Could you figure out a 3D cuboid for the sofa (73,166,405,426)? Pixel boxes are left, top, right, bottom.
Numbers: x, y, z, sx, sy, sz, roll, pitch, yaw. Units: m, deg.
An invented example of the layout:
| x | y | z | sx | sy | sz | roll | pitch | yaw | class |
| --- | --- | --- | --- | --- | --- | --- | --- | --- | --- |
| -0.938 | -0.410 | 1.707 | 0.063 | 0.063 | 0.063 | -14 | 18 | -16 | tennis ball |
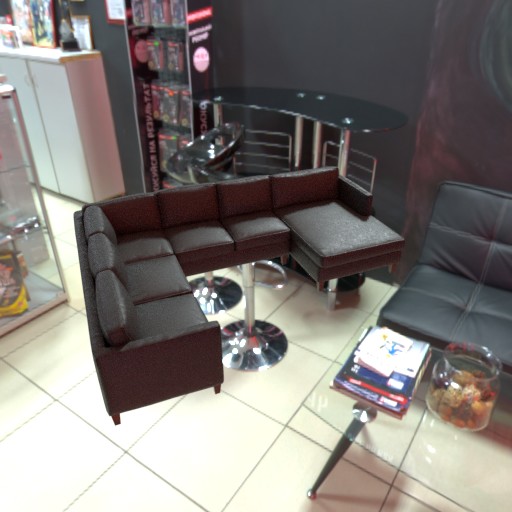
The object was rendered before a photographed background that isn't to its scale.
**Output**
| x | y | z | sx | sy | sz | roll | pitch | yaw | class |
| --- | --- | --- | --- | --- | --- | --- | --- | --- | --- |
| 0.000 | 0.000 | 4.706 | 3.460 | 0.923 | 2.593 | -12 | 33 | -19 | sofa |
